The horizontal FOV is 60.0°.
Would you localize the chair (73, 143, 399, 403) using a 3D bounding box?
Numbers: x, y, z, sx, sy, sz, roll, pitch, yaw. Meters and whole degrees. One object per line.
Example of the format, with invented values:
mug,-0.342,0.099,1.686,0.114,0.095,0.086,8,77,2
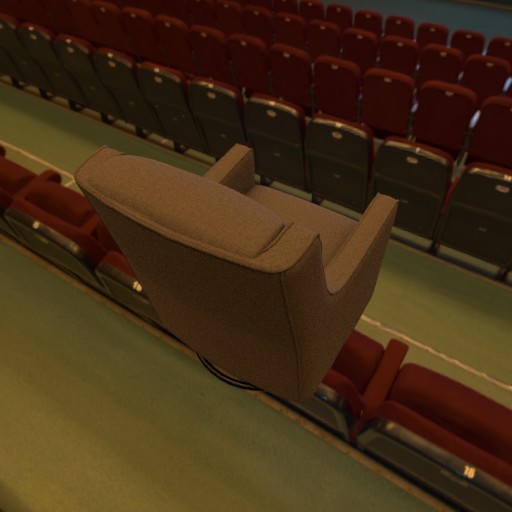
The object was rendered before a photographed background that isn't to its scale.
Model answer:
chair,0.000,0.000,1.606,0.732,0.993,0.879,25,50,23
